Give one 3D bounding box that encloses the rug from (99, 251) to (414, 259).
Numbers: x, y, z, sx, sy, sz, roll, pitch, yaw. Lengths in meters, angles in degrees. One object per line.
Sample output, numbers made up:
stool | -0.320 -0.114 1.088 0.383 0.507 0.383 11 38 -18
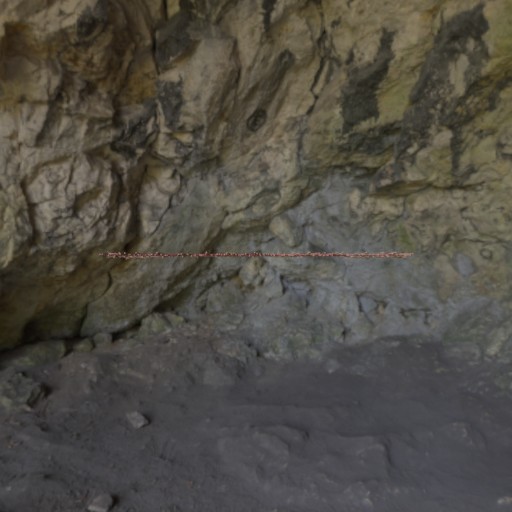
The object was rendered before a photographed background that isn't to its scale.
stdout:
rug | 0.000 0.000 2.705 1.469 0.040 2.025 0 0 0
